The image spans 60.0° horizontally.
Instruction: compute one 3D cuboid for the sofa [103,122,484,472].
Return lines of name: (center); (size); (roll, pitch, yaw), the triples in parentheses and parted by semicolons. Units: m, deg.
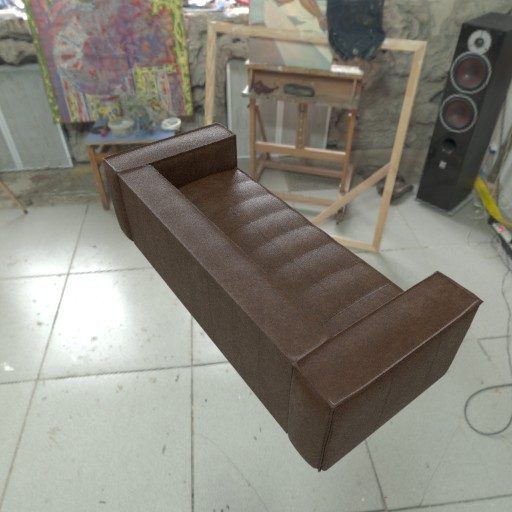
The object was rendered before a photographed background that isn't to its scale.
sofa: (0.000, 0.000, 3.016); (1.102, 0.701, 2.581); (-26, 48, -26)
